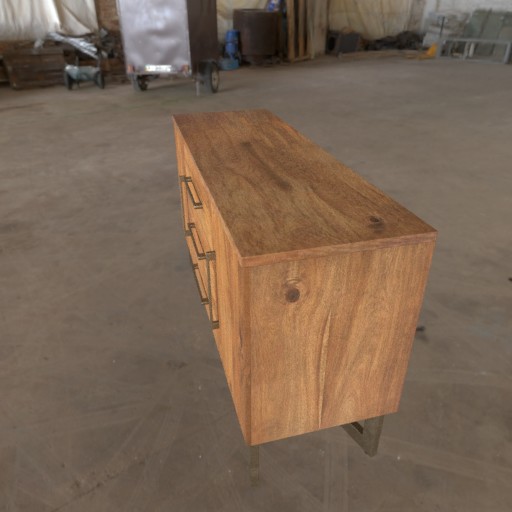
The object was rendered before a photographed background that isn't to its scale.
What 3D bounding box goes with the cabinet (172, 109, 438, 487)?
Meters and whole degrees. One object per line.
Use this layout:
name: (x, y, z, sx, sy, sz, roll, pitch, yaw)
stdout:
cabinet: (0.000, 0.000, 1.720, 0.480, 0.812, 1.373, -8, 31, -13)
